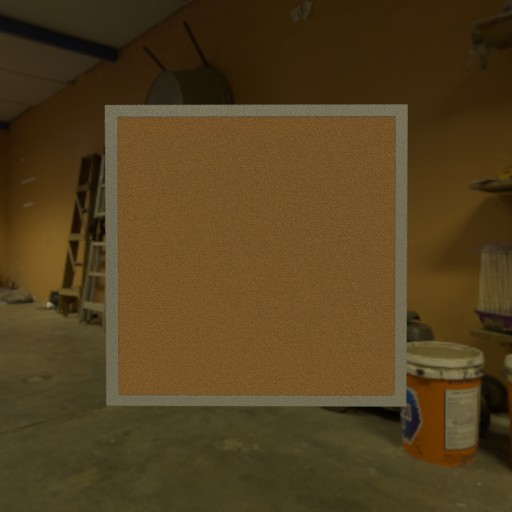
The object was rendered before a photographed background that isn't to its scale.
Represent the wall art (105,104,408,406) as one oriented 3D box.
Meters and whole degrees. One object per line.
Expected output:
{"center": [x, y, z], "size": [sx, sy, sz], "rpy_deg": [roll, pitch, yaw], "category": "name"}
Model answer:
{"center": [0.000, 0.000, 0.763], "size": [0.506, 0.506, 0.038], "rpy_deg": [0, 1, 0], "category": "wall art"}
